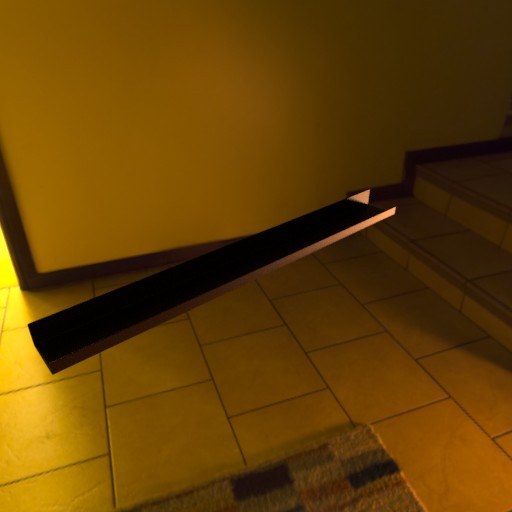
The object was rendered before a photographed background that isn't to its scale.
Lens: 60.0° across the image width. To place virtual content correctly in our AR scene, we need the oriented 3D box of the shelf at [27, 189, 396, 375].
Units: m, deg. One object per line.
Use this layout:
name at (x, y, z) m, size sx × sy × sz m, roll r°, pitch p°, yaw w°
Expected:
shelf at (0.000, 0.000, 0.978) m, size 0.924 × 0.049 × 0.092 m, roll -23°, pitch 38°, yaw -34°
